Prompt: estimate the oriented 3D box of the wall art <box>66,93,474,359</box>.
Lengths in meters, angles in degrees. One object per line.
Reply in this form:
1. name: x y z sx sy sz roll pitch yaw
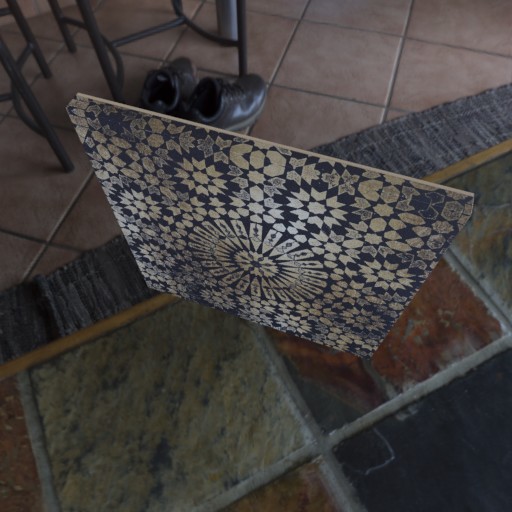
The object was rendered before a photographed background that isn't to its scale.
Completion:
1. wall art: 0.000 0.000 0.902 0.612 0.612 0.038 17 61 10
